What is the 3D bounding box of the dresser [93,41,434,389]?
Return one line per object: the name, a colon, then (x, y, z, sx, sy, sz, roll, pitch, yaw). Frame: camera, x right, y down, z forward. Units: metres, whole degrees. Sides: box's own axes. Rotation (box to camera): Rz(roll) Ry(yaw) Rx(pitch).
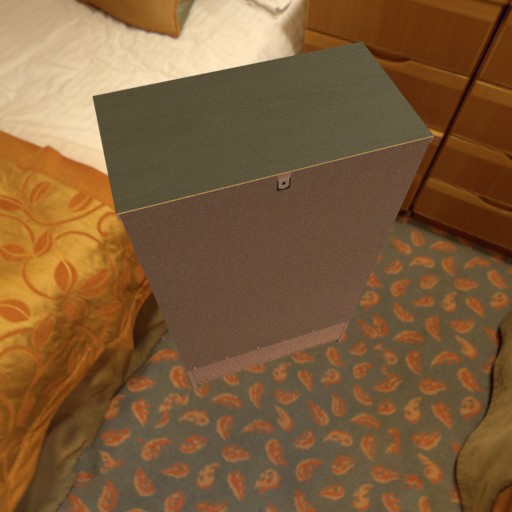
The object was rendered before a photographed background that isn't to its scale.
dresser: (0.000, 0.000, 1.555, 0.704, 1.255, 0.399, -15, 59, -9)
